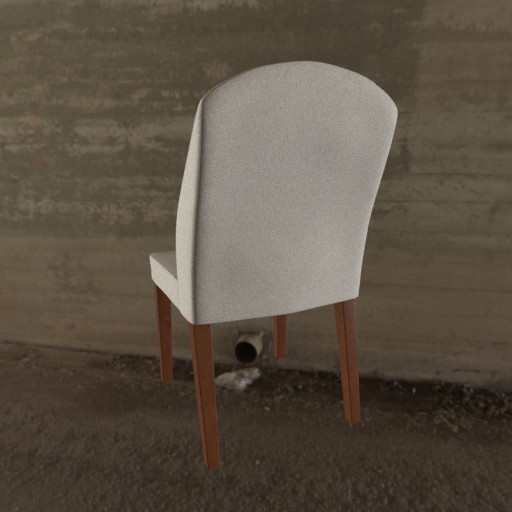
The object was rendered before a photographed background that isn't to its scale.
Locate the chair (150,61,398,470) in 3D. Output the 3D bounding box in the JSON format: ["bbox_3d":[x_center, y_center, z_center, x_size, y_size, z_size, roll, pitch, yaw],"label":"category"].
[{"bbox_3d":[0.000,0.000,1.198,0.472,0.893,0.540,-6,15,-25],"label":"chair"}]
